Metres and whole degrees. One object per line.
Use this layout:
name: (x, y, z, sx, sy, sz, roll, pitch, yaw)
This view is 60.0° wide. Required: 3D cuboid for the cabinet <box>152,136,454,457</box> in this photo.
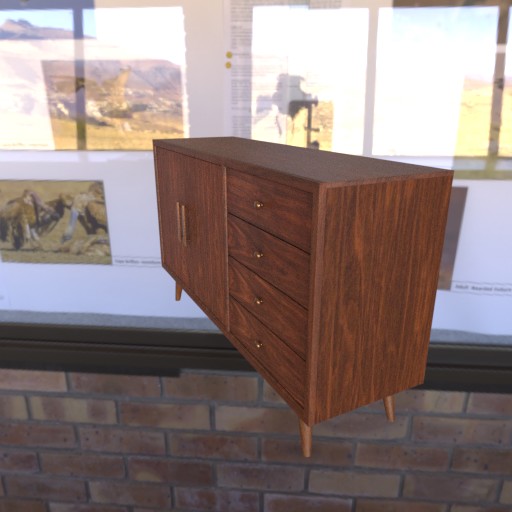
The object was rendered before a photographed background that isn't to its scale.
cabinet: (0.000, 0.000, 2.016, 0.505, 0.940, 1.575, -10, 21, -26)
